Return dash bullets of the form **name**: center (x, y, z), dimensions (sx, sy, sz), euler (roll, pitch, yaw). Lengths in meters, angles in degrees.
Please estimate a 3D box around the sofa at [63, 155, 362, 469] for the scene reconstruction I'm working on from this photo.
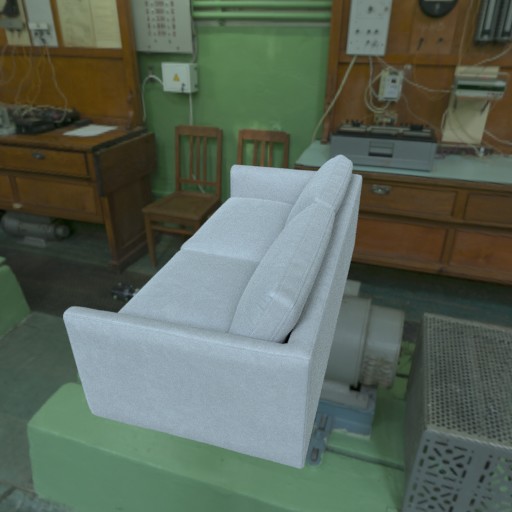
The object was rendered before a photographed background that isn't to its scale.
- **sofa**: center (0.000, 0.000, 2.797), dimensions (1.090, 0.838, 2.588), euler (8, 30, 15)
